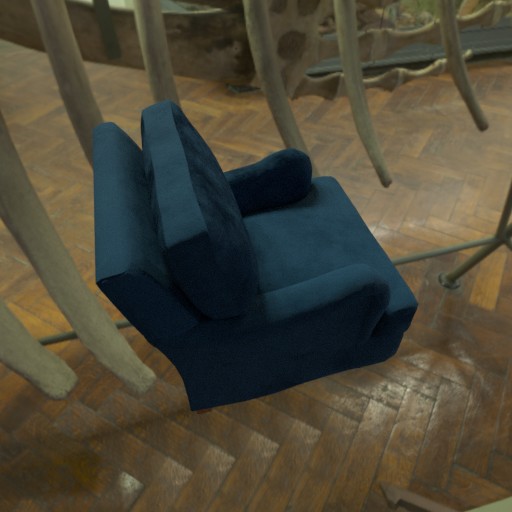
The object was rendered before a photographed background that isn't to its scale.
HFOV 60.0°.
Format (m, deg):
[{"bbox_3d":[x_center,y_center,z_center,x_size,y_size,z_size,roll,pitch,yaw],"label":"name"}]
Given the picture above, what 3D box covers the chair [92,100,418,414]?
[{"bbox_3d":[0.000,0.000,1.827,1.078,1.076,0.895,-11,46,-11],"label":"chair"}]
